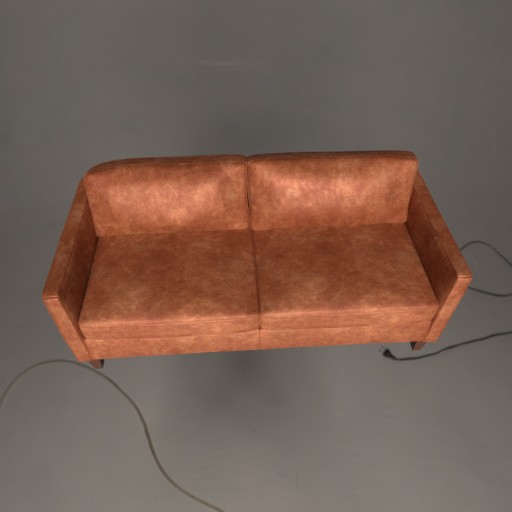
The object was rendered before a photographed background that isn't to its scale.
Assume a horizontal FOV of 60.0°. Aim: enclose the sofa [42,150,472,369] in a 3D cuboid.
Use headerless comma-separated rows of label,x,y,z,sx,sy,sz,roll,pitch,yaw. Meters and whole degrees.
sofa,0.000,0.000,2.448,1.971,0.863,0.923,-3,47,-2
